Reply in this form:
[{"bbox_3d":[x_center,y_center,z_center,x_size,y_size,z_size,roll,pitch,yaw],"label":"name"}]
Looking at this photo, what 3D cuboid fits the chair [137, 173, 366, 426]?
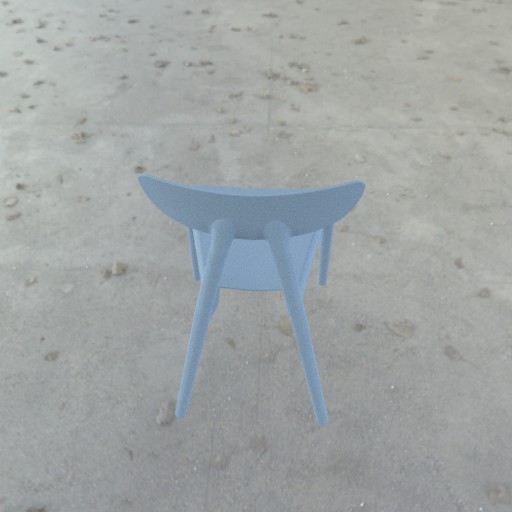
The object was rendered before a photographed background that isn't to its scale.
[{"bbox_3d":[0.000,0.000,0.848,0.356,0.580,0.401,2,46,2],"label":"chair"}]
